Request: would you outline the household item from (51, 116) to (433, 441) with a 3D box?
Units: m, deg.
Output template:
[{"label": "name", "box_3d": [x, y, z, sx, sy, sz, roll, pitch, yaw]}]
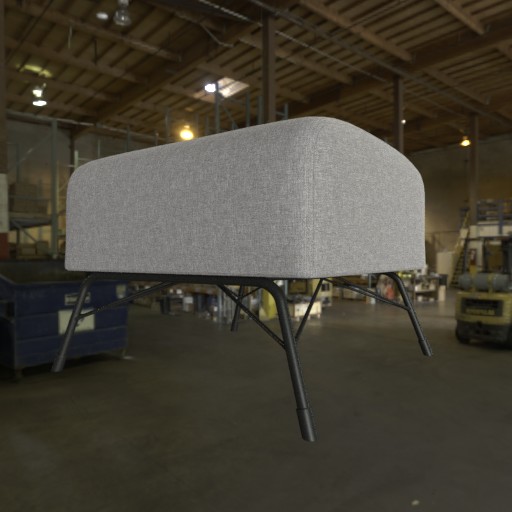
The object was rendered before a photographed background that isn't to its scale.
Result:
[{"label": "household item", "box_3d": [0.000, 0.000, 0.855, 0.530, 0.410, 0.530, 0, 0, 35]}]
